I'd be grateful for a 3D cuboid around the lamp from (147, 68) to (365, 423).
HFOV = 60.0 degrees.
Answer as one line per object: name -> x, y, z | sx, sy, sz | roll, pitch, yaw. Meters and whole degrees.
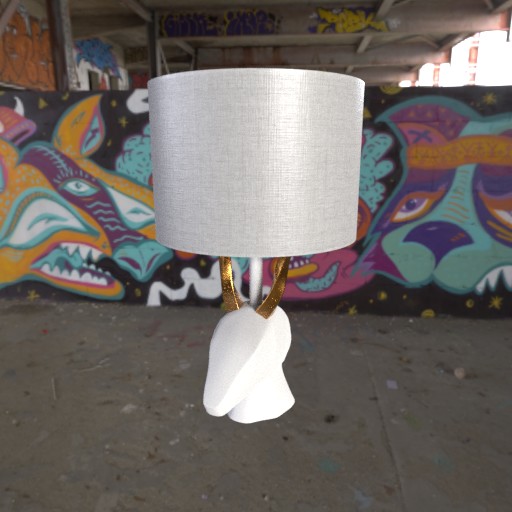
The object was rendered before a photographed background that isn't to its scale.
lamp -> 0.000, 0.000, 0.684 | 0.298, 0.503, 0.298 | 7, 15, 26
